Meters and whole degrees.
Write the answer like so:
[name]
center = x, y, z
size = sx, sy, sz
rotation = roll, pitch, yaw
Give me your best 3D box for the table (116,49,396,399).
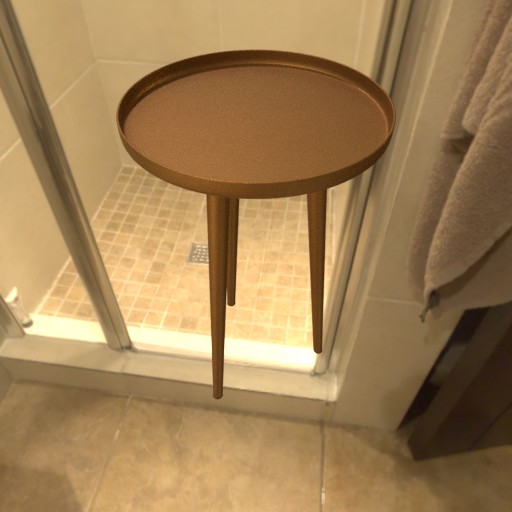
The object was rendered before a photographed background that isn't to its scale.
[table]
center = 0.000, 0.000, 0.655
size = 0.299, 0.480, 0.299
rotation = -22, 49, -20
